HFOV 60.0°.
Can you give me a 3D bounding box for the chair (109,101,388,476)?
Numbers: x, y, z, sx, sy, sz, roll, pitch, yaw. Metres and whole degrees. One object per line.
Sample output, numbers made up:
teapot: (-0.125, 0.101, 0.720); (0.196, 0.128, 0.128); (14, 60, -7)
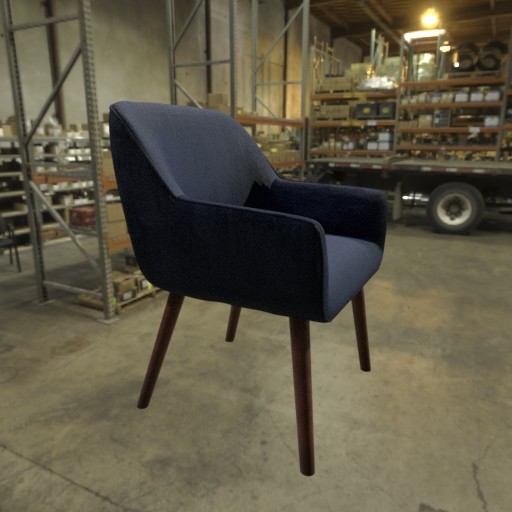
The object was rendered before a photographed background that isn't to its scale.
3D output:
chair: (0.000, 0.000, 1.240); (0.600, 0.820, 0.600); (8, 17, 27)
